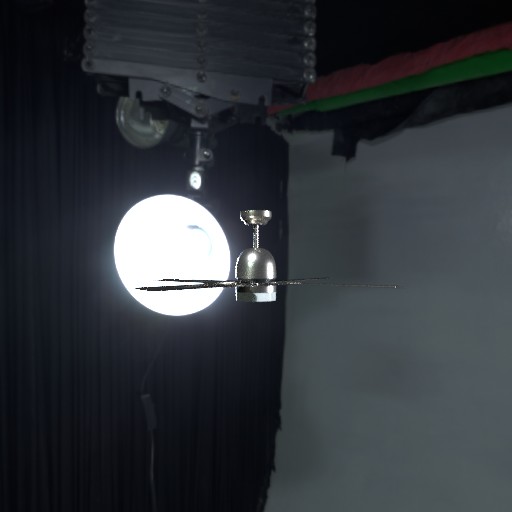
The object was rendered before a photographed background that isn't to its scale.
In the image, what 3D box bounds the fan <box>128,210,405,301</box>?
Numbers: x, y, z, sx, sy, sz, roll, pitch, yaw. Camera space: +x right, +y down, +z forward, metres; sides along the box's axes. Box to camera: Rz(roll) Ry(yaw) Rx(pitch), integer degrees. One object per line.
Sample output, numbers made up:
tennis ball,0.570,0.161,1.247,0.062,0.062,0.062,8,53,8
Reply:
fan,0.000,0.000,2.047,1.346,0.406,1.346,-1,-1,35
